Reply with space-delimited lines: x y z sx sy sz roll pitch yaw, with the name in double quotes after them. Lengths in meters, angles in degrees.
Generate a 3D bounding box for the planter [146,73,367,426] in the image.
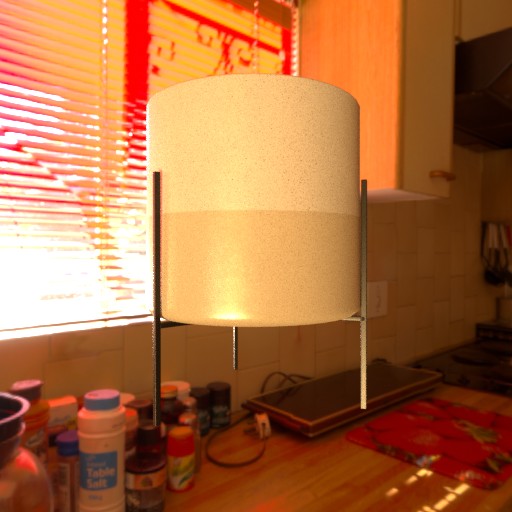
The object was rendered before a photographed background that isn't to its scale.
0.000 0.000 0.757 0.368 0.484 0.359 0 0 18 "planter"
